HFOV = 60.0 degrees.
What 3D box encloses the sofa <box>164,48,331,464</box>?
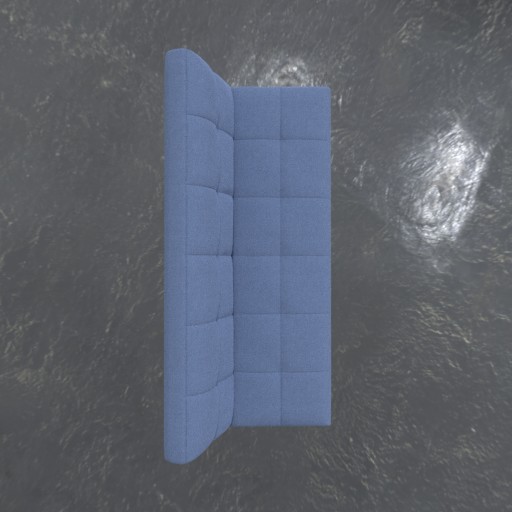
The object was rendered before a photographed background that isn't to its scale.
[{"bbox_3d":[0.000,0.000,2.264,0.796,0.800,1.800,0,90,-1],"label":"sofa"}]
